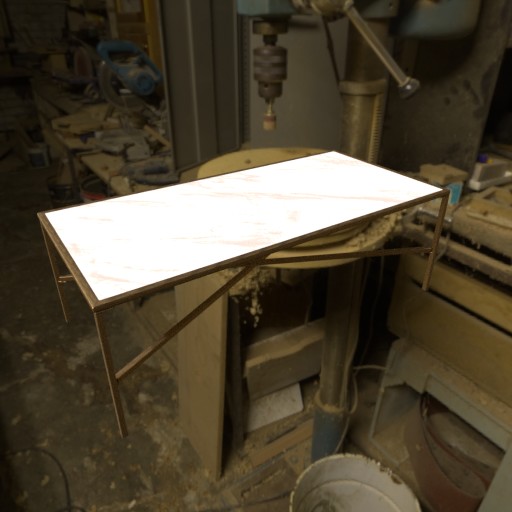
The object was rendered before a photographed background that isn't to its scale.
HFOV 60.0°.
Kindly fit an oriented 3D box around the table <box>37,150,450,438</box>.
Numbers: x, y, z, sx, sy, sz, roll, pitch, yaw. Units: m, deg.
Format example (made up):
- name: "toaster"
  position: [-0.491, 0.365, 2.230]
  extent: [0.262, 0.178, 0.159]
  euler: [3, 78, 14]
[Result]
- name: "table"
  position: [0.000, 0.000, 1.511]
  extent: [1.197, 0.405, 0.577]
  euler: [-18, 34, -29]
